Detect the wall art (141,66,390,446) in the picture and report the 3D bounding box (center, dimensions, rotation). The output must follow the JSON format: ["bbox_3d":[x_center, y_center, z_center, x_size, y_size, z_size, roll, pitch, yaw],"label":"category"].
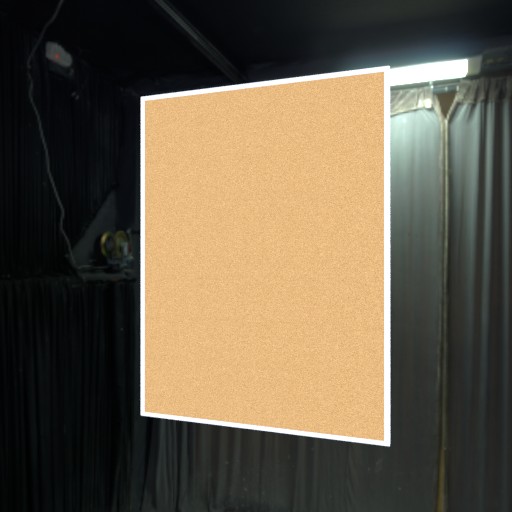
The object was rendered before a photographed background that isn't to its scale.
[{"bbox_3d":[0.000,0.000,1.579,0.914,1.221,0.046,0,0,18],"label":"wall art"}]
